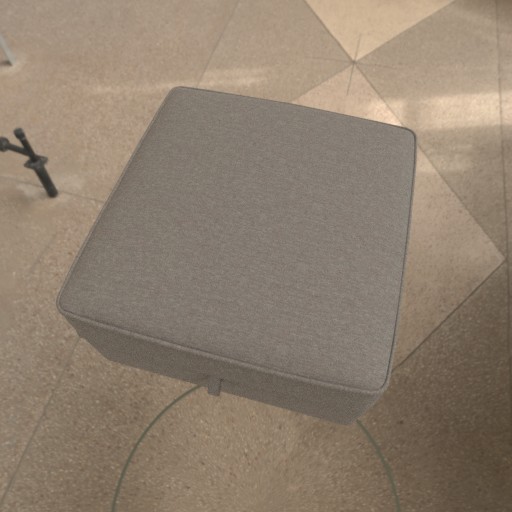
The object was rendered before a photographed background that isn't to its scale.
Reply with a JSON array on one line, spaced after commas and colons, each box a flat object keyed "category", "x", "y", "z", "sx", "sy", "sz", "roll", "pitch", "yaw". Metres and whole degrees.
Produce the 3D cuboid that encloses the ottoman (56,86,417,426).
[{"category": "ottoman", "x": 0.000, "y": 0.000, "z": 1.371, "sx": 0.808, "sy": 0.612, "sz": 0.871, "roll": 13, "pitch": 60, "yaw": 8}]
